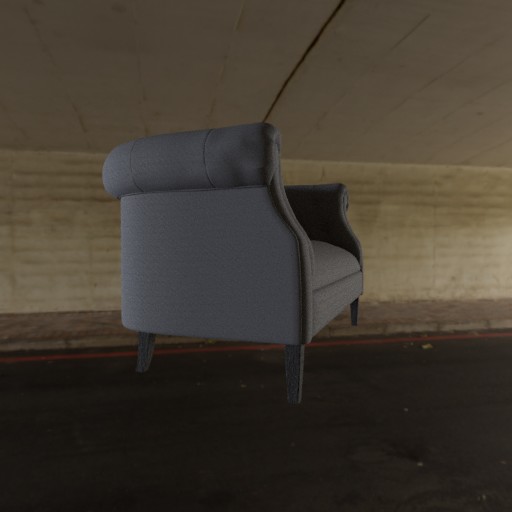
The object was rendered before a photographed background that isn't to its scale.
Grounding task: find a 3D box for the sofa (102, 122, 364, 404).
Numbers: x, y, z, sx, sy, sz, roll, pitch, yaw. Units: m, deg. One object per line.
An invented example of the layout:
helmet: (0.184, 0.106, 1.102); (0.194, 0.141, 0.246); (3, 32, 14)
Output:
sofa: (0.000, 0.000, 2.053); (0.835, 0.827, 1.558); (0, 1, 20)
